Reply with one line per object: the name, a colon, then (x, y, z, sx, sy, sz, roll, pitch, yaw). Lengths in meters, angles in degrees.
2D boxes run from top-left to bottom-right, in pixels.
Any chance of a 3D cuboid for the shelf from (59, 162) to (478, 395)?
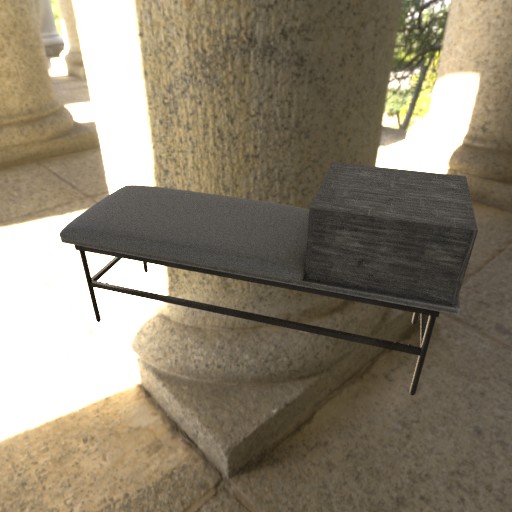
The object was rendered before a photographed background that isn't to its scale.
shelf: (0.000, 0.000, 1.632, 1.342, 0.633, 0.457, 10, 33, 15)
